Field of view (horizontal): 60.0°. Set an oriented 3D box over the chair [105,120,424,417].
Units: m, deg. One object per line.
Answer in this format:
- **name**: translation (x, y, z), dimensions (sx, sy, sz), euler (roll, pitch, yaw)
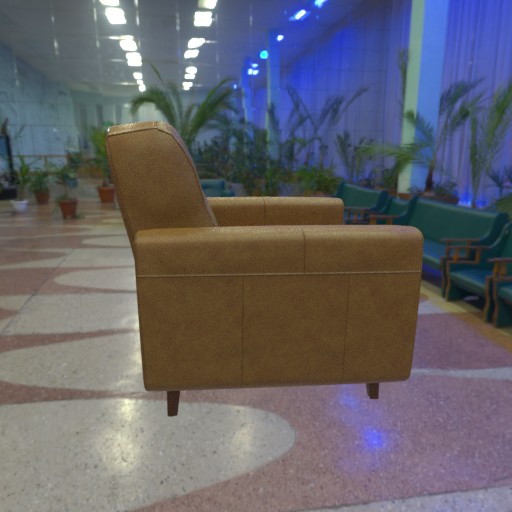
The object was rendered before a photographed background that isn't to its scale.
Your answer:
- **chair**: translation (0.000, 0.000, 1.675), dimensions (0.942, 0.968, 0.845), euler (-2, 15, -8)
